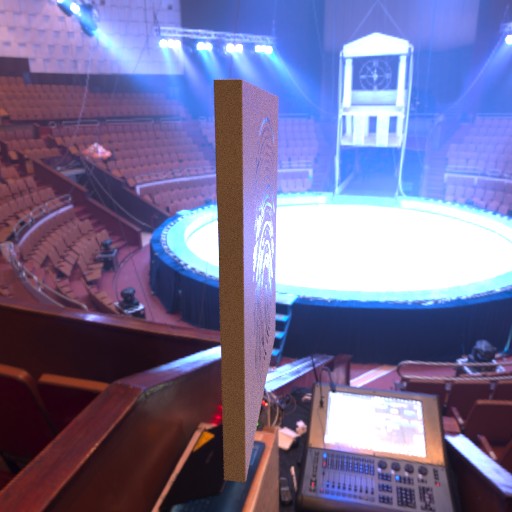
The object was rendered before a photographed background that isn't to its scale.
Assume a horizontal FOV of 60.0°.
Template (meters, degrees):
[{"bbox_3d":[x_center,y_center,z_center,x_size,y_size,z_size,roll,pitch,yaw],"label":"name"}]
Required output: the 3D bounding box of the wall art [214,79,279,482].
[{"bbox_3d":[0.000,0.000,0.866,0.037,0.606,0.508,2,18,7],"label":"wall art"}]
